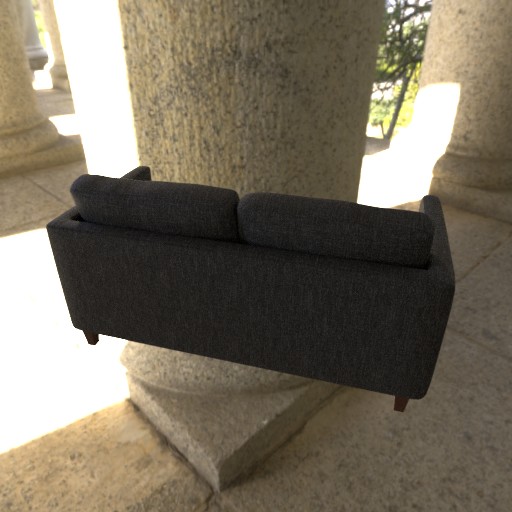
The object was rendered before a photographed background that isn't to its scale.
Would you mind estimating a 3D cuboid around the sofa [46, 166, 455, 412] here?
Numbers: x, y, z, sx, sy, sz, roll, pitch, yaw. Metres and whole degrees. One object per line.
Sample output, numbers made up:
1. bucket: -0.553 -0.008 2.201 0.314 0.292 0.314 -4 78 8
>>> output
1. sofa: 0.000 0.000 2.428 1.884 0.963 0.950 8 31 14
